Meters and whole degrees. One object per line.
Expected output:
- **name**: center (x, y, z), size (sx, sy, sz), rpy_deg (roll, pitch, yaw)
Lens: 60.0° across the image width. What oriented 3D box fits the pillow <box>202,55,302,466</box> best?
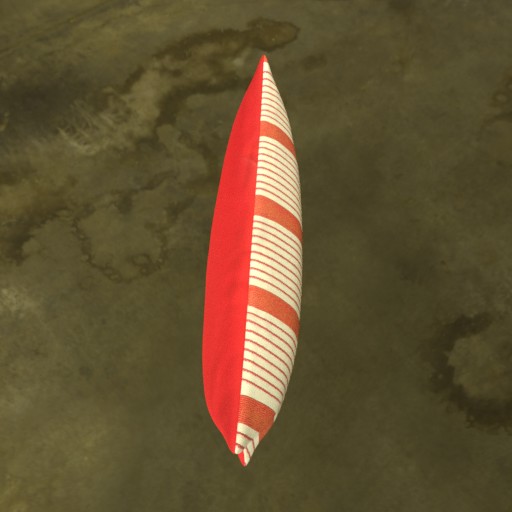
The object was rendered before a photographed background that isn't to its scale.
- **pillow**: center (0.000, 0.000, 0.719), size (0.151, 0.297, 0.608), rpy_deg (3, 62, 2)
